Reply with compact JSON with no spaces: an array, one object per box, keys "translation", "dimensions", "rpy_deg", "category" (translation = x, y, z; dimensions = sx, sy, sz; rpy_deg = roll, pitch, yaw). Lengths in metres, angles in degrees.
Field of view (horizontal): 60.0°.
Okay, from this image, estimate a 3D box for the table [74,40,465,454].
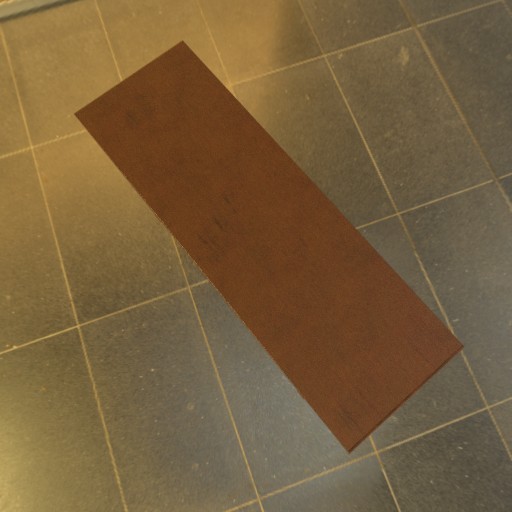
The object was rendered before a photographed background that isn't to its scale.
[{"translation":[0.000,0.000,1.577],"dimensions":[0.399,0.763,1.197],"rpy_deg":[-39,79,-9],"category":"table"}]
